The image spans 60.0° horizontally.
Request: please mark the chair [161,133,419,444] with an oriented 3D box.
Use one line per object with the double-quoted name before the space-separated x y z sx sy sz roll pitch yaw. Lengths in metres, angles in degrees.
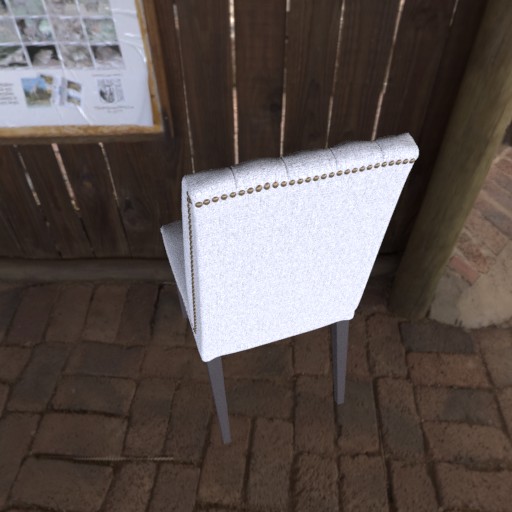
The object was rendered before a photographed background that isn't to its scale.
"chair" 0.000 0.000 1.379 0.511 1.016 0.647 -14 44 -14
